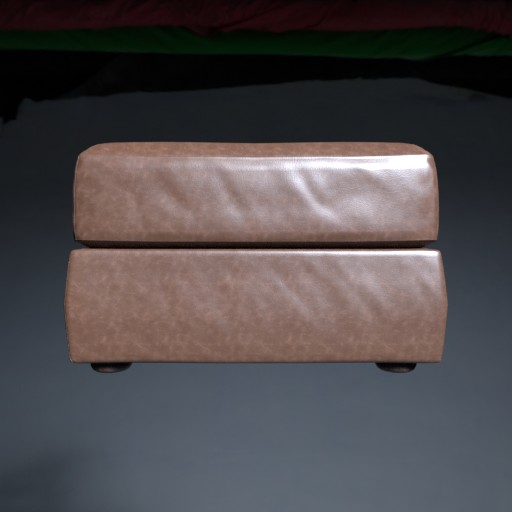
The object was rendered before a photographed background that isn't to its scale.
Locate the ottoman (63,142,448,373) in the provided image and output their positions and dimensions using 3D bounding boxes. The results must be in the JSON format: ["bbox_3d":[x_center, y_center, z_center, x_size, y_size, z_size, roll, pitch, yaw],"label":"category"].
[{"bbox_3d":[0.000,0.000,1.129,0.751,0.476,0.603,0,-1,0],"label":"ottoman"}]
